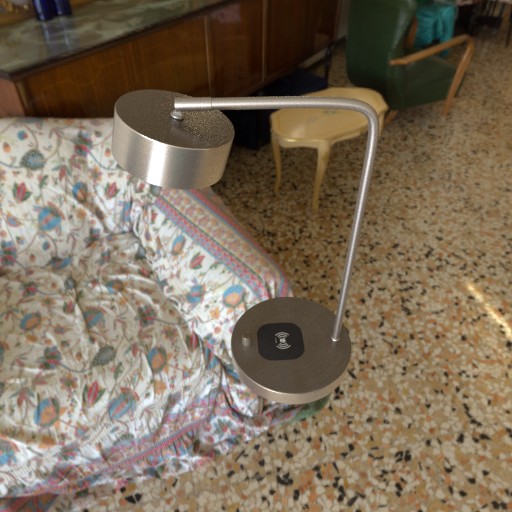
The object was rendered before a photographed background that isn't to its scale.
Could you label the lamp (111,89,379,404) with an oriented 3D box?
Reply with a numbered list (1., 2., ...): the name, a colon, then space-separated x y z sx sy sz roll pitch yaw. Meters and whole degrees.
1. lamp: 0.000 0.000 0.642 0.334 0.469 0.211 -2 42 -2
